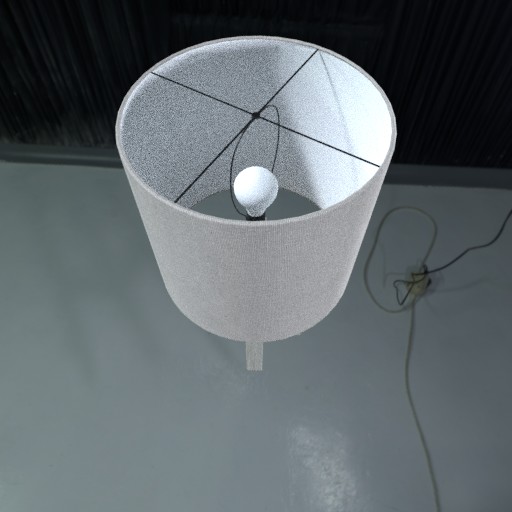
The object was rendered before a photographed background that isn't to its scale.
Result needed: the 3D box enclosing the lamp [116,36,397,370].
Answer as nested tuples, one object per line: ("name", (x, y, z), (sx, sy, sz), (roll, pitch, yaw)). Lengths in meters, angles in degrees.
("lamp", (0.000, 0.000, 0.543), (0.229, 0.428, 0.229), (2, 57, 1))
